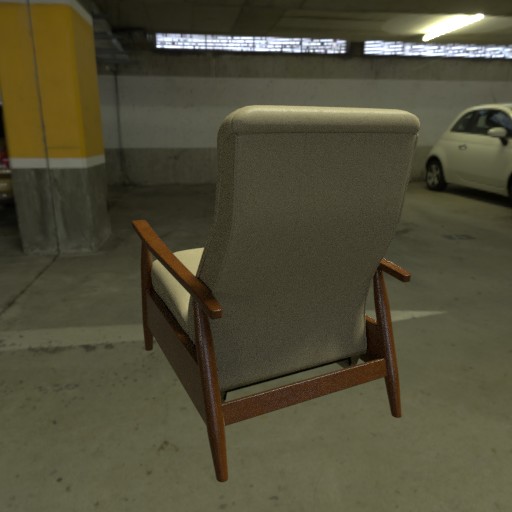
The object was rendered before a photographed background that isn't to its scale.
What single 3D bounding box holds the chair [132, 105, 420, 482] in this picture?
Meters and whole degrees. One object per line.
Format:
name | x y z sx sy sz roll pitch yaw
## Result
chair | 0.000 0.000 1.763 0.762 1.082 1.014 -8 17 -26
